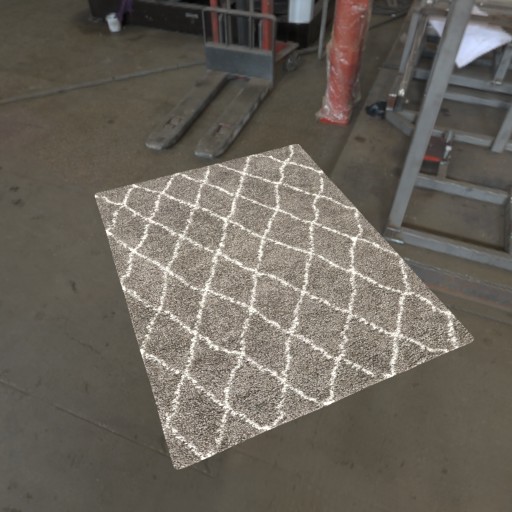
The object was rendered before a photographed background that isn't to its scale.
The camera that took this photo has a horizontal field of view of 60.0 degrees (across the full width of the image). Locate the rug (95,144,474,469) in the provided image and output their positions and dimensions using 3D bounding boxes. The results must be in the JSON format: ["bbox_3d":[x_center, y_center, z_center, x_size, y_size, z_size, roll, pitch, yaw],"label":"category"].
[{"bbox_3d":[0.000,0.000,4.104,2.438,0.029,3.047,-17,49,-16],"label":"rug"}]
